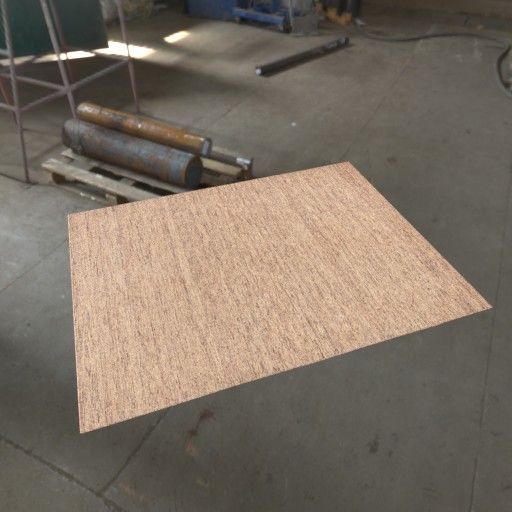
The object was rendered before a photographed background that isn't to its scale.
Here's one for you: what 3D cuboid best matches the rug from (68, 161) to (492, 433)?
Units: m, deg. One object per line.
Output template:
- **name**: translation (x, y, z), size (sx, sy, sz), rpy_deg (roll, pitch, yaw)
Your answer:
- **rug**: translation (0.000, 0.000, 4.050), size (3.205, 0.013, 2.448), rpy_deg (-13, 44, -14)
